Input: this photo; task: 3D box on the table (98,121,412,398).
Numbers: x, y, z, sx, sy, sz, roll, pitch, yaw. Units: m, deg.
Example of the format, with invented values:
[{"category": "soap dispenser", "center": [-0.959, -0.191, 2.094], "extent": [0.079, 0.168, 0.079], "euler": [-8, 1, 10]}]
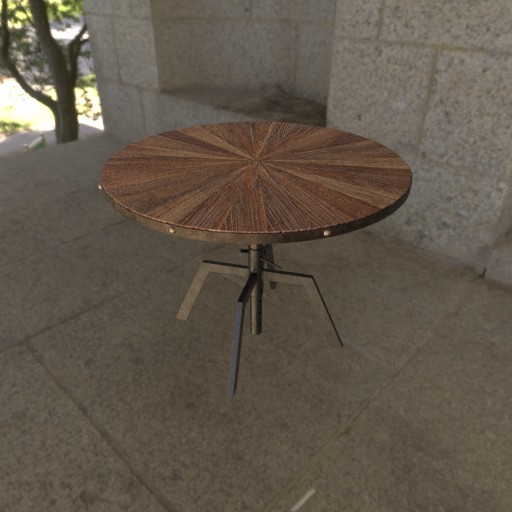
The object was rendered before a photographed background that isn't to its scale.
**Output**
[{"category": "table", "center": [0.000, 0.000, 1.479], "extent": [0.885, 0.658, 0.885], "euler": [0, 32, 0]}]
